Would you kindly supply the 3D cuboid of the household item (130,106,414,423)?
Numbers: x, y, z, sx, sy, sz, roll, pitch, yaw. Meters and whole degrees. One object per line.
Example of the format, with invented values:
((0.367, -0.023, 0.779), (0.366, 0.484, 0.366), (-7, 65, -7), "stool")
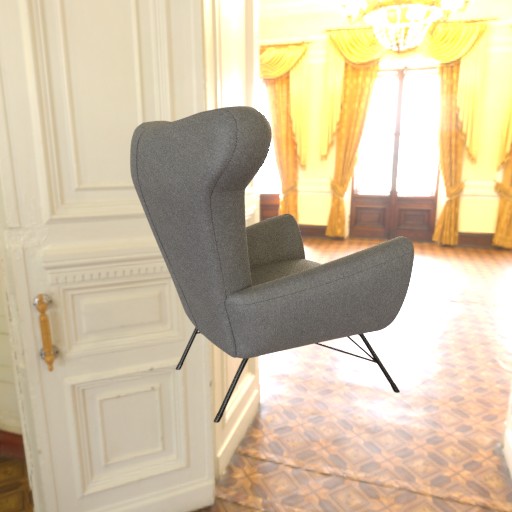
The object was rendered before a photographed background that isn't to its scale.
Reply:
((0.000, 0.000, 1.755), (0.900, 1.050, 0.980), (-7, 15, -27), "household item")
